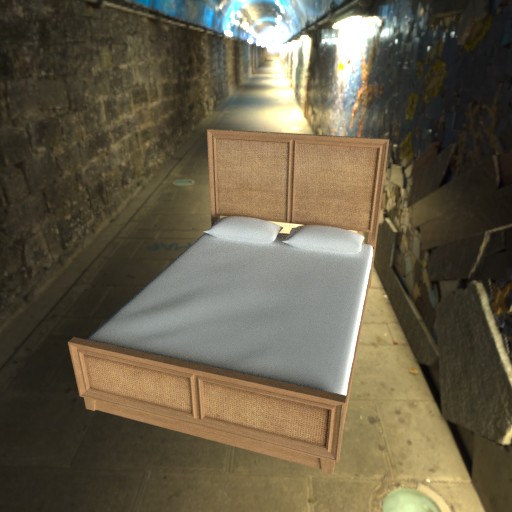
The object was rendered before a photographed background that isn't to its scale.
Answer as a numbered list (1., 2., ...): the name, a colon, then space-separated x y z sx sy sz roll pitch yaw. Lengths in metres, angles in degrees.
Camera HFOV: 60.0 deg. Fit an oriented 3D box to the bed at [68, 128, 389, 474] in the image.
1. bed: 0.000 0.000 3.228 1.606 1.387 2.184 8 26 16
